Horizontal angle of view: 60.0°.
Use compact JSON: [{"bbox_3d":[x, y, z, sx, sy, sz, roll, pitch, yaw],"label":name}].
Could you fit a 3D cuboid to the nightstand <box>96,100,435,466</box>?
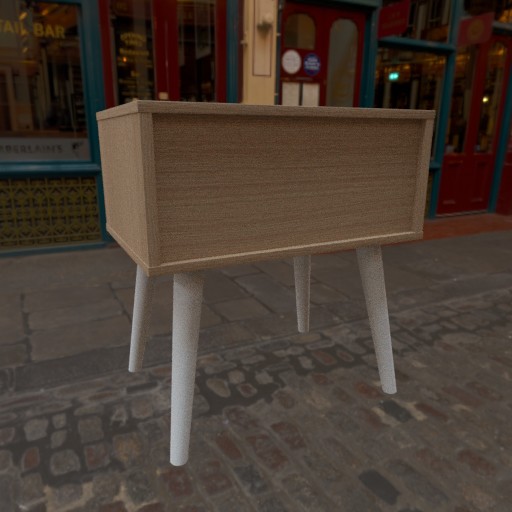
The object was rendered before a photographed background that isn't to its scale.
[{"bbox_3d":[0.000,0.000,0.985,0.571,0.610,0.407,-8,17,-26],"label":"nightstand"}]
